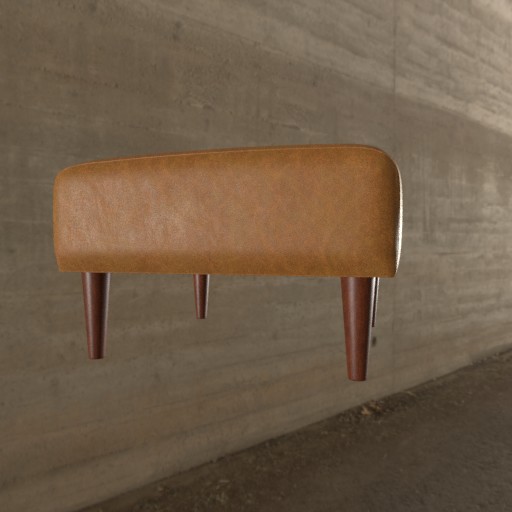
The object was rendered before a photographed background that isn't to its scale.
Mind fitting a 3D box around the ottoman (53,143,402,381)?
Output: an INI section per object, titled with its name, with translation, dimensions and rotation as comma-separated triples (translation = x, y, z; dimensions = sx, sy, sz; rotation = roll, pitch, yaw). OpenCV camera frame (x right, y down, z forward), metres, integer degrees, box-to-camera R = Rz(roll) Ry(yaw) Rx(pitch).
[ottoman]
translation = 0.000, 0.000, 1.056
dimensions = 0.650, 0.399, 0.650
rotation = 0, 1, 16
